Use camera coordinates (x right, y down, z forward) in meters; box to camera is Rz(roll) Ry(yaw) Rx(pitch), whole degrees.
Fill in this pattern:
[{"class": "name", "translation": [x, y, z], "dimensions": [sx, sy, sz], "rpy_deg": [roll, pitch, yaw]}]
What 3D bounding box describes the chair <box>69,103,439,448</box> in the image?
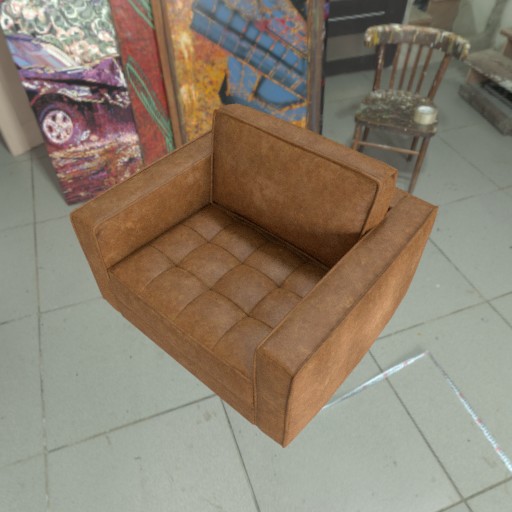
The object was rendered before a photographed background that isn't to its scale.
[{"class": "chair", "translation": [0.000, 0.000, 1.537], "dimensions": [0.928, 0.767, 0.798], "rpy_deg": [31, 54, 26]}]
